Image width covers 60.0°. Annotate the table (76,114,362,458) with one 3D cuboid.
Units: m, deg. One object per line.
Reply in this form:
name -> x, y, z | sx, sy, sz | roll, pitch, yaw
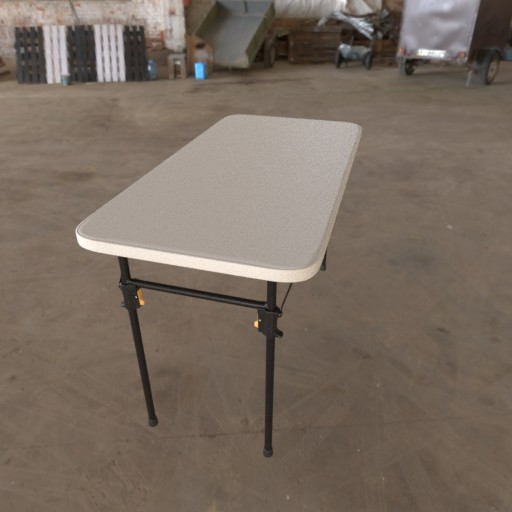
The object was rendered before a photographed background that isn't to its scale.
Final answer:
table -> 0.000, 0.000, 1.670 | 0.610, 0.729, 1.219 | 9, 33, 14
